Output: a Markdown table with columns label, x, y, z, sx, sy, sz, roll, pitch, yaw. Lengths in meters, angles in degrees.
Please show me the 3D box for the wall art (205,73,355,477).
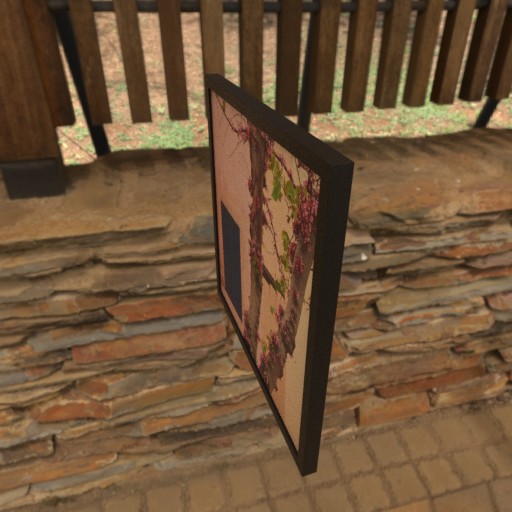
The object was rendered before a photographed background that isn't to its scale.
| label | x | y | z | sx | sy | sz | roll | pitch | yaw |
| --- | --- | --- | --- | --- | --- | --- | --- | --- | --- |
| wall art | 0.000 | 0.000 | 1.145 | 0.038 | 0.762 | 0.762 | -10 | 33 | -16 |
